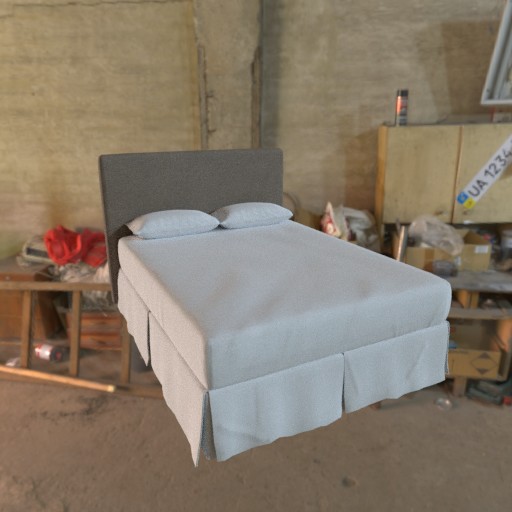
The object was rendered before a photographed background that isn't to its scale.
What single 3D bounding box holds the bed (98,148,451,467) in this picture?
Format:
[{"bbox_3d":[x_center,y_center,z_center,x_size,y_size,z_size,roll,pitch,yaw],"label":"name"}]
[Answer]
[{"bbox_3d":[0.000,0.000,3.136,1.723,1.330,2.142,-9,20,-26],"label":"bed"}]
